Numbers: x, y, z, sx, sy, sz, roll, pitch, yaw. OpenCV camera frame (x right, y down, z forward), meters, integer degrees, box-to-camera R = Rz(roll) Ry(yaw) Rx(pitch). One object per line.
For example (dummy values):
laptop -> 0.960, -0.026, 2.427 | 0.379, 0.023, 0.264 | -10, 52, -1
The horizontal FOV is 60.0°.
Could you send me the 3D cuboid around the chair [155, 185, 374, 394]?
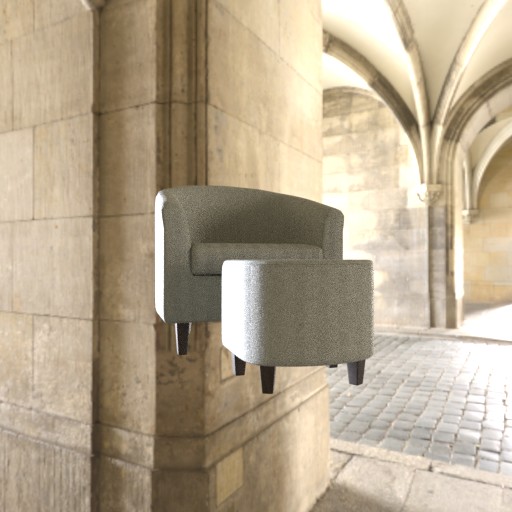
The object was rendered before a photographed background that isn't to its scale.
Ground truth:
chair -> 0.000, 0.000, 1.776 | 0.756, 0.757, 1.288 | 0, 0, -18
